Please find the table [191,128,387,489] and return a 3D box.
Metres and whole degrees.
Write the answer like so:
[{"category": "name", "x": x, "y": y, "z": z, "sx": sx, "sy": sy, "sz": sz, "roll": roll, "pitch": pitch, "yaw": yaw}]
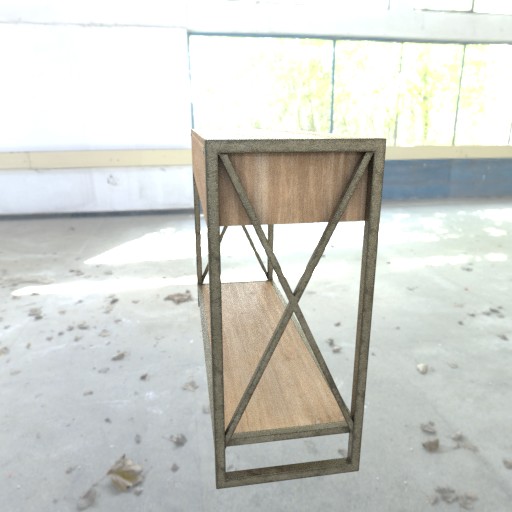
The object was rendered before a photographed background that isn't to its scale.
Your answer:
[{"category": "table", "x": 0.000, "y": 0.000, "z": 1.413, "sx": 0.361, "sy": 0.763, "sz": 1.059, "roll": -3, "pitch": 17, "yaw": -9}]
